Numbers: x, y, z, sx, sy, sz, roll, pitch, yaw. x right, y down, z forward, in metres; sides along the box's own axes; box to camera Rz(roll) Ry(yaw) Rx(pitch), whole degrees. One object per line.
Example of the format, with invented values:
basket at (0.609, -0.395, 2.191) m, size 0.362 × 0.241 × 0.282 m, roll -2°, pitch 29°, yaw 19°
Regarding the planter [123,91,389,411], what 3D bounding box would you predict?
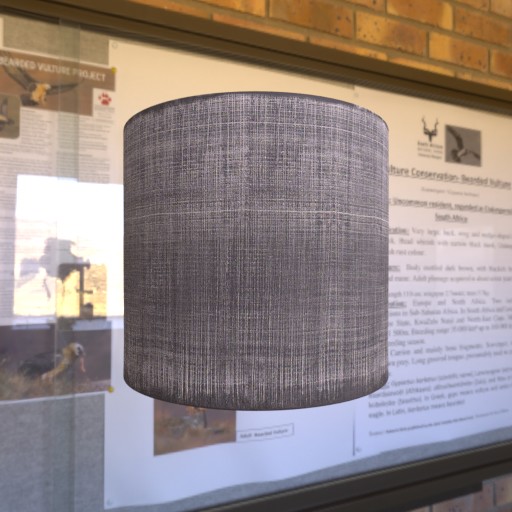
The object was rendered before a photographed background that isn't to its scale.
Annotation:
planter at (0.000, 0.000, 0.383) m, size 0.221 × 0.201 × 0.221 m, roll 0°, pitch -1°, yaw 0°
